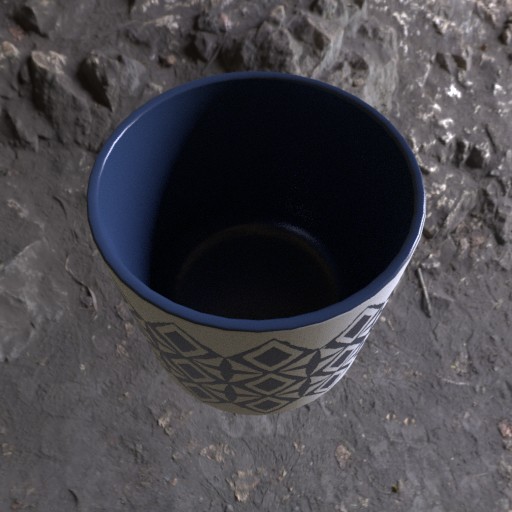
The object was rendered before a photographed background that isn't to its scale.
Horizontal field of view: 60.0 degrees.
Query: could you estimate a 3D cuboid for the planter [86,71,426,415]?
[{"bbox_3d":[0.000,0.000,0.308,0.182,0.165,0.182,0,58,0],"label":"planter"}]
